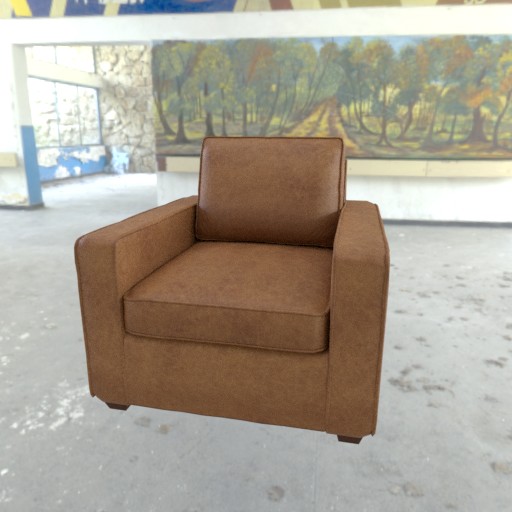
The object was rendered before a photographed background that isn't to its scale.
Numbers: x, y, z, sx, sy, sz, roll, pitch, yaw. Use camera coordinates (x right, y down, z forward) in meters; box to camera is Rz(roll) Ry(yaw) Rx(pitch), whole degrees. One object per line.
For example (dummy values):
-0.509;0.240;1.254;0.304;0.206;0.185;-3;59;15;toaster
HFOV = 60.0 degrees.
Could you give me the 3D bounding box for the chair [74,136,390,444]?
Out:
0.000;0.000;1.739;0.987;0.901;1.027;3;16;9;chair
